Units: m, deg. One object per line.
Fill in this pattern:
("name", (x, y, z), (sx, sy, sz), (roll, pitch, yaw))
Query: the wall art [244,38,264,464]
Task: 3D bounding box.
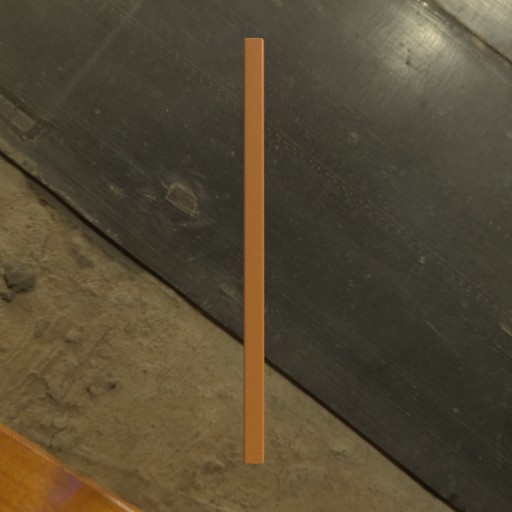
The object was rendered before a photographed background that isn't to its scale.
("wall art", (0.000, 0.000, 0.511), (0.015, 0.379, 0.310), (0, 88, 0))
